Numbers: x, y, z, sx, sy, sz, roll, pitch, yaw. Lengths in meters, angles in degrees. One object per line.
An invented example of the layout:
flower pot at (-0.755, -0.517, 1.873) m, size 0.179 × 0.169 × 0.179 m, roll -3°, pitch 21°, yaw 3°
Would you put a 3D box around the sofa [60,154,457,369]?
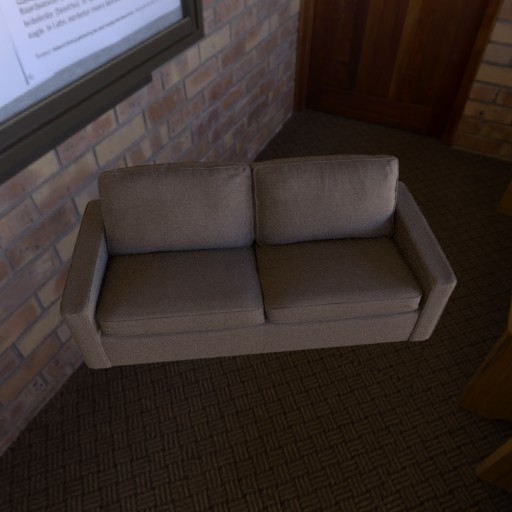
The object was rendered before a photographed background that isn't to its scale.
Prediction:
sofa at (0.000, 0.000, 2.666) m, size 2.080 × 0.919 × 0.940 m, roll -4°, pitch 46°, yaw -4°
